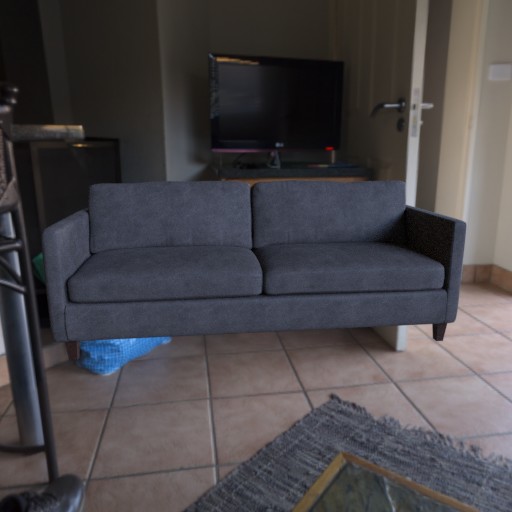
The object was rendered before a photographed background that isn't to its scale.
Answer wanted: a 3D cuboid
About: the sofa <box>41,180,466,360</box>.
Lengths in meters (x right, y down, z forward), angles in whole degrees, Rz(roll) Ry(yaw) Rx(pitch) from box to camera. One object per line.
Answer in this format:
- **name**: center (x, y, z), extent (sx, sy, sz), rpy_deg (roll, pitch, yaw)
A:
- **sofa**: center (0.000, 0.000, 2.966), extent (2.434, 0.965, 0.951), rpy_deg (-2, 14, -7)
